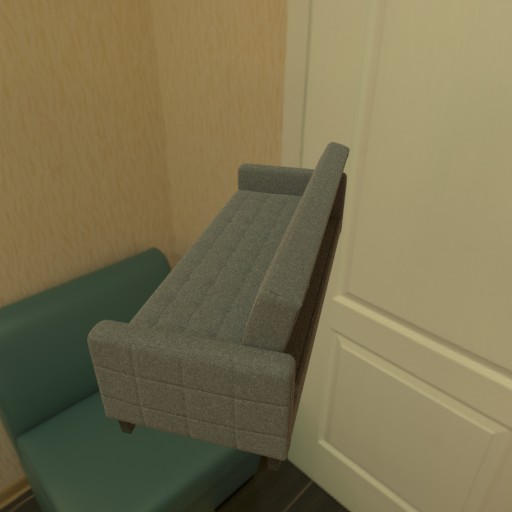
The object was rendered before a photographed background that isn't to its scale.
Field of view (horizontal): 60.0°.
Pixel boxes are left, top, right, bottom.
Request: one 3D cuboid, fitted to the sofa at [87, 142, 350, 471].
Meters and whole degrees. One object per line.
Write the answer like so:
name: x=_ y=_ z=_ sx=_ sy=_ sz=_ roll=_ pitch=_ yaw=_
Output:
sofa: x=0.000 y=0.000 z=2.489 sx=0.810 sy=0.850 sz=2.040 roll=8 pitch=32 yaw=13
